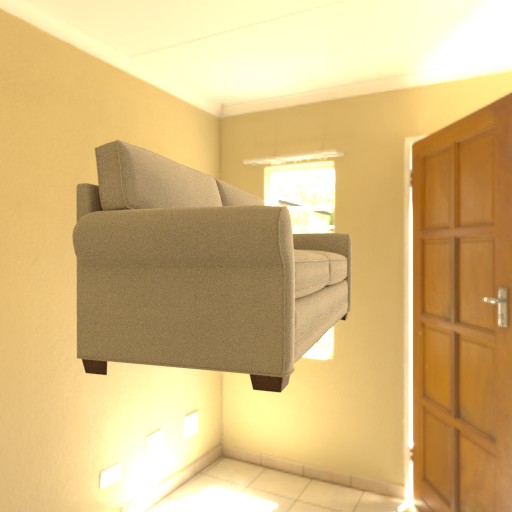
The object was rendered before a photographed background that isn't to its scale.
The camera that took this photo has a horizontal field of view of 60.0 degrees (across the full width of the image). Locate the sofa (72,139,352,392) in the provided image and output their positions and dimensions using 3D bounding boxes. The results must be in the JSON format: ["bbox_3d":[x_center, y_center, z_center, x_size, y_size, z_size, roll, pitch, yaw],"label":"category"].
[{"bbox_3d":[0.000,0.000,2.610,0.901,0.962,2.146,0,0,18],"label":"sofa"}]
